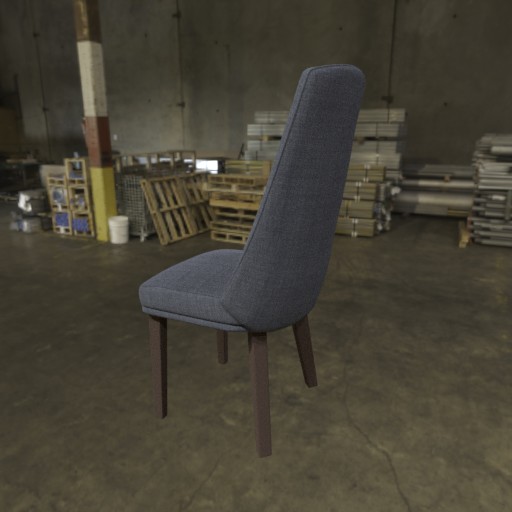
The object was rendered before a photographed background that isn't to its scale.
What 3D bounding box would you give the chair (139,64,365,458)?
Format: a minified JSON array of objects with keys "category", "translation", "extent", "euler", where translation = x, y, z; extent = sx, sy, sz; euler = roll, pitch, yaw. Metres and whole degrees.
[{"category":"chair","translation":[0.000,0.000,1.369],"extent":[0.577,1.050,0.510],"euler":[8,17,26]}]
